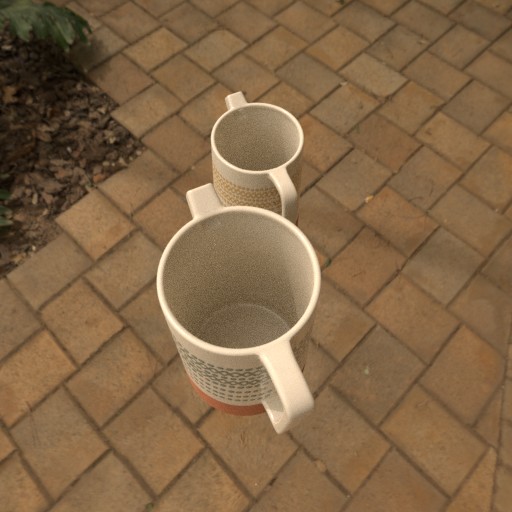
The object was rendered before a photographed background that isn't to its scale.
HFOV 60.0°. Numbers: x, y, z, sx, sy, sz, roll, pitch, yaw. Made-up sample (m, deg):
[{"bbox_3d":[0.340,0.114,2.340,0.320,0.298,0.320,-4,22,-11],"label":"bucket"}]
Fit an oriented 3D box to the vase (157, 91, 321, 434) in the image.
[{"bbox_3d":[0.000,0.000,0.467,0.168,0.247,0.326,14,64,7],"label":"vase"}]
